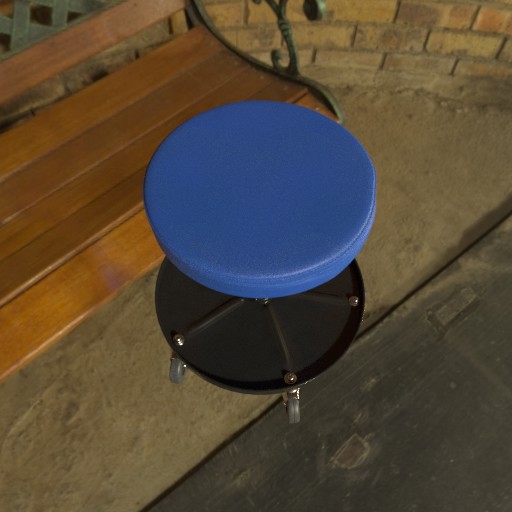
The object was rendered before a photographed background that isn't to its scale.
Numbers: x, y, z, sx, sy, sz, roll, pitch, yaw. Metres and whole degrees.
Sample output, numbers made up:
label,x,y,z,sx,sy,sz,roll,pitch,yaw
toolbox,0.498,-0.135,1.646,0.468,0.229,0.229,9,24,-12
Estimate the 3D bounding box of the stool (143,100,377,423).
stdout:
label,x,y,z,sx,sy,sz,roll,pitch,yaw
stool,0.000,0.000,0.666,0.382,0.365,0.381,12,60,7
